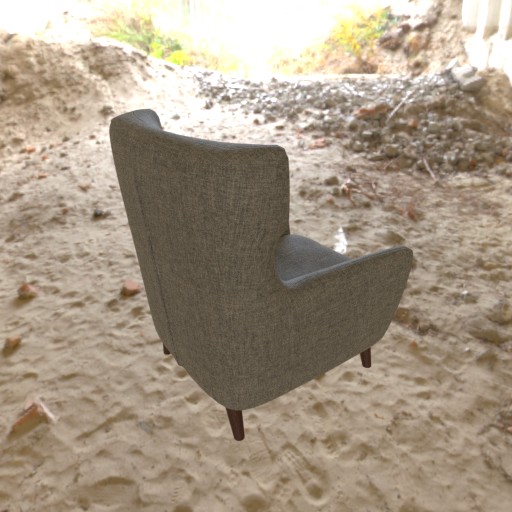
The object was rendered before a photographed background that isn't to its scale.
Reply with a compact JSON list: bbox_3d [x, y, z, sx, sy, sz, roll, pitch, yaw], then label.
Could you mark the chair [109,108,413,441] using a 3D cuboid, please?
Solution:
[{"bbox_3d":[0.000,0.000,1.748,0.904,1.063,0.878,-17,31,-31],"label":"chair"}]
